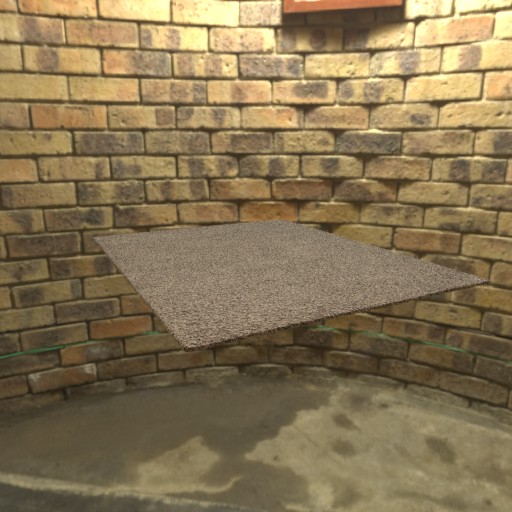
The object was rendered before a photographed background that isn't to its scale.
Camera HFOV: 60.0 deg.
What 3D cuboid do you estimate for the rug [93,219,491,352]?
[{"bbox_3d":[0.000,0.000,4.104,2.438,0.029,3.047,-8,17,-27],"label":"rug"}]
